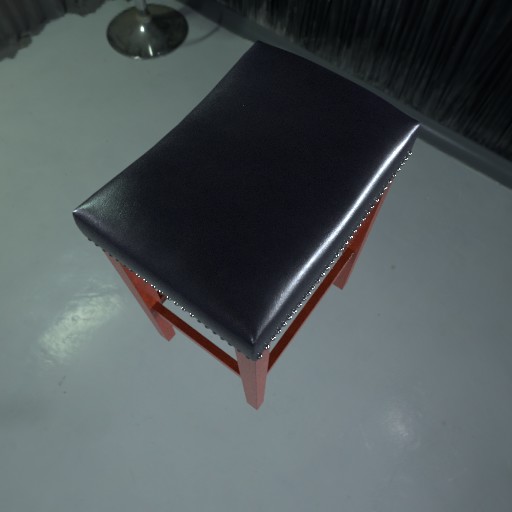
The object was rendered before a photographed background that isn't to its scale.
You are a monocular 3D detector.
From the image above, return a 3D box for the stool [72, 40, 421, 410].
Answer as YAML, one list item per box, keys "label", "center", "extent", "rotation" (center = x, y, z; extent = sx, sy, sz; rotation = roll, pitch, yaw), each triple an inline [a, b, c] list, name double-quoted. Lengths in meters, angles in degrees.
- label: "stool"
  center: [0.000, 0.000, 1.037]
  extent: [0.372, 0.742, 0.504]
  rotation: [34, 69, 15]
